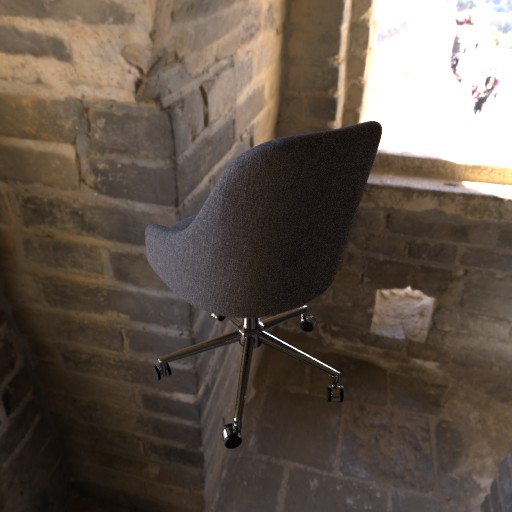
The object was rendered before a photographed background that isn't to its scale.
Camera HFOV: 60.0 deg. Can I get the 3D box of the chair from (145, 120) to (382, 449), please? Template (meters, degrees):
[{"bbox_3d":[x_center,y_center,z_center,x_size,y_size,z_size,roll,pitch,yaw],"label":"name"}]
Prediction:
[{"bbox_3d":[0.000,0.000,1.412,0.671,0.950,0.712,-19,35,-29],"label":"chair"}]
